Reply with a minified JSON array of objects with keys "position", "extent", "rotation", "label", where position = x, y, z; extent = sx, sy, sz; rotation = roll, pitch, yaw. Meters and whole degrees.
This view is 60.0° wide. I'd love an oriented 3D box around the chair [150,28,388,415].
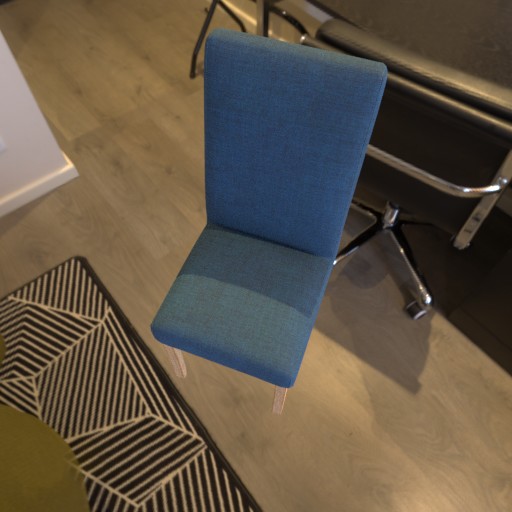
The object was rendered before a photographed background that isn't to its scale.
[{"position":[0.000,0.000,1.334],"extent":[0.450,1.029,0.610],"rotation":[17,60,11],"label":"chair"}]
